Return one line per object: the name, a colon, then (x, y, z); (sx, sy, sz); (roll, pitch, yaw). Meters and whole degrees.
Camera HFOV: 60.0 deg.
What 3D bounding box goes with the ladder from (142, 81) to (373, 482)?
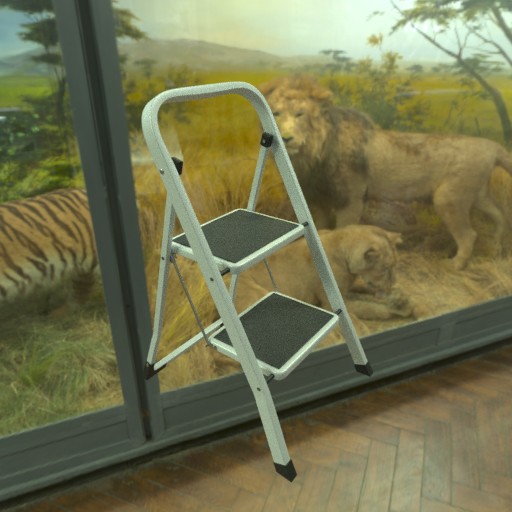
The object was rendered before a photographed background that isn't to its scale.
ladder: (0.000, 0.000, 1.140); (0.544, 0.810, 0.460); (18, 32, 32)
